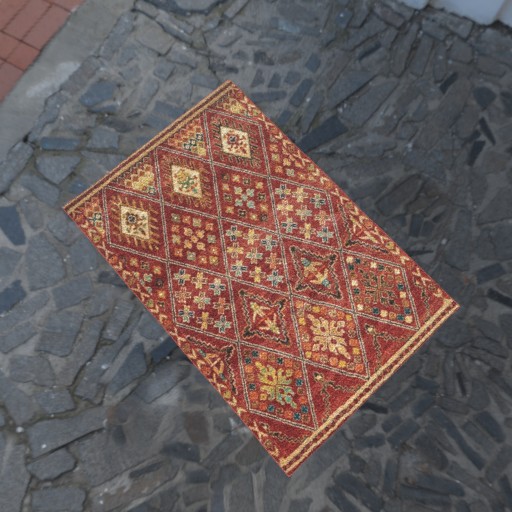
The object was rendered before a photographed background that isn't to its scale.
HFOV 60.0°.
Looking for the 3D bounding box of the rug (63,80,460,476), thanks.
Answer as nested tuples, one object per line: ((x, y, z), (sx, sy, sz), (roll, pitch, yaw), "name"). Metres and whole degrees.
((0.000, 0.000, 2.958), (1.521, 0.026, 2.286), (-41, 79, -9), "rug")
